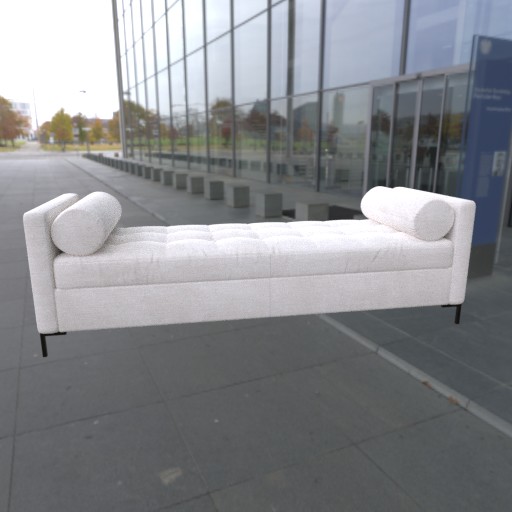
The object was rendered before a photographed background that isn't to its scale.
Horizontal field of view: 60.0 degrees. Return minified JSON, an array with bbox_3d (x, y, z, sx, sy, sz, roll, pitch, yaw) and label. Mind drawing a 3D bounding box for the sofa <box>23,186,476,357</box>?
[{"bbox_3d":[0.000,0.000,2.294,1.981,0.635,0.686,-3,15,-10],"label":"sofa"}]
